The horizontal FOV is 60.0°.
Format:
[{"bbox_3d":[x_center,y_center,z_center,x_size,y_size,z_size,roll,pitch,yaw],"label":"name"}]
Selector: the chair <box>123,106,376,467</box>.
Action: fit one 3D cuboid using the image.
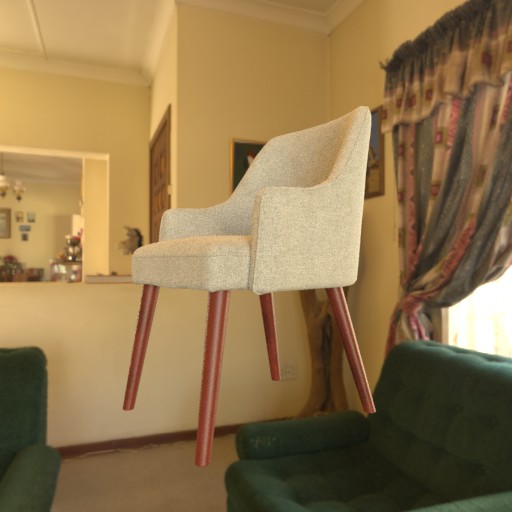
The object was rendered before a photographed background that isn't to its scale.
[{"bbox_3d":[0.000,0.000,1.239,0.605,0.849,0.548,1,-1,-36],"label":"chair"}]
